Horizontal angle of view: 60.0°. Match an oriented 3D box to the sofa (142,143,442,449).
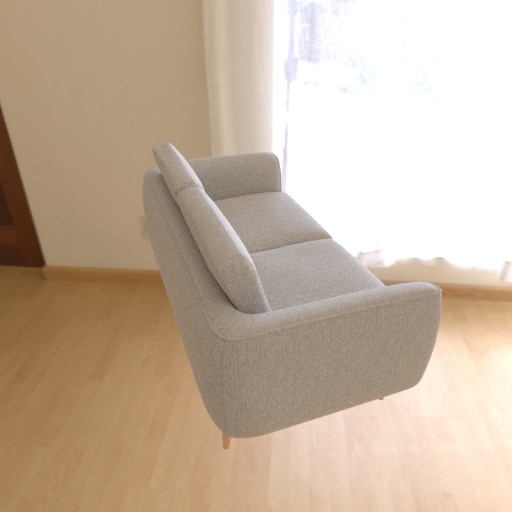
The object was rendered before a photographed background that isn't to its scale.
[{"bbox_3d":[0.000,0.000,2.220,0.920,0.850,1.700,-11,33,-17],"label":"sofa"}]
